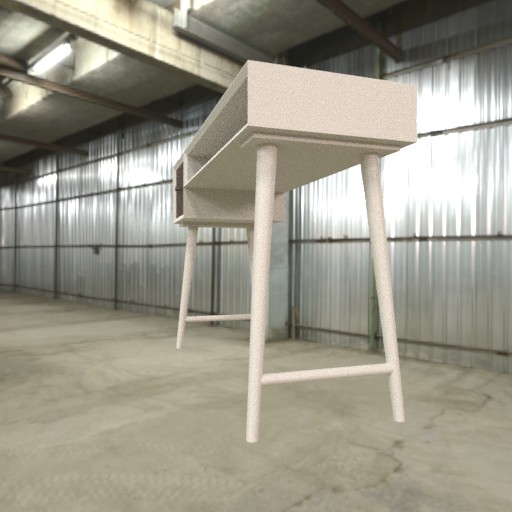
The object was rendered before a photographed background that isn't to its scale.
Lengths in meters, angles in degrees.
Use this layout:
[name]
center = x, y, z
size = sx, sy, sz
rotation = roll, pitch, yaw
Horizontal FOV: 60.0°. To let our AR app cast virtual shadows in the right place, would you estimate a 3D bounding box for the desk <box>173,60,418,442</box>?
[desk]
center = 0.000, 0.000, 1.434
size = 0.409, 0.761, 1.069
rotation = 0, 0, -18
